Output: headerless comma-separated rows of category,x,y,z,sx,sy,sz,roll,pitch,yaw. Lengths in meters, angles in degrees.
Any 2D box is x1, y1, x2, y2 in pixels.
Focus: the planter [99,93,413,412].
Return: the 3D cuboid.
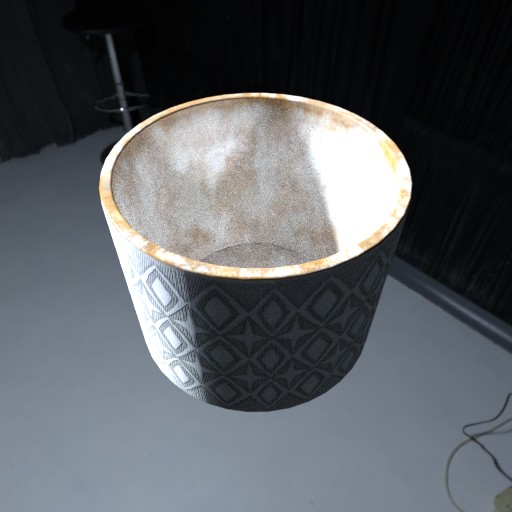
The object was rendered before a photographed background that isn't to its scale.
planter,0.000,0.000,0.449,0.255,0.223,0.255,0,46,0
